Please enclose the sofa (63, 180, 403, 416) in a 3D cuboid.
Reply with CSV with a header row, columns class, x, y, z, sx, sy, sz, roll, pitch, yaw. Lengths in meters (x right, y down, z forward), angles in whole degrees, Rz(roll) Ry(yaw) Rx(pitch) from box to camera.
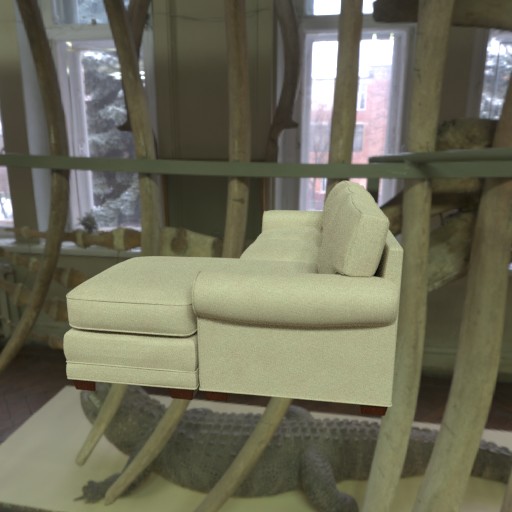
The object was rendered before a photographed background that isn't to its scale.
class,x,y,z,sx,sy,sz,roll,pitch,yaw
sofa,0.000,0.000,2.339,1.226,0.734,1.770,2,14,9
